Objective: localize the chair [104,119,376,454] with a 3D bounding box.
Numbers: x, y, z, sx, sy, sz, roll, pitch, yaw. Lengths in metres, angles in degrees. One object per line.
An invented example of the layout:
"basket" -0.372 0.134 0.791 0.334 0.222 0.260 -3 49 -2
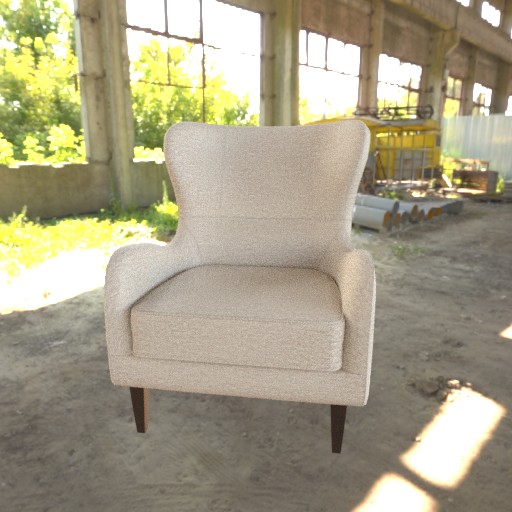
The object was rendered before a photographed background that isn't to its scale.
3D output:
"chair" 0.000 0.000 1.749 0.861 1.064 0.984 2 13 9
